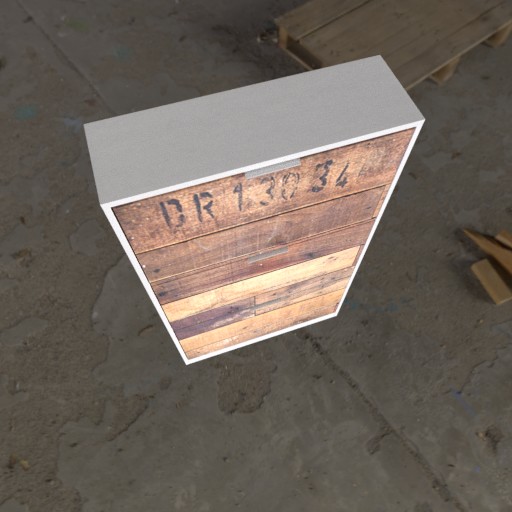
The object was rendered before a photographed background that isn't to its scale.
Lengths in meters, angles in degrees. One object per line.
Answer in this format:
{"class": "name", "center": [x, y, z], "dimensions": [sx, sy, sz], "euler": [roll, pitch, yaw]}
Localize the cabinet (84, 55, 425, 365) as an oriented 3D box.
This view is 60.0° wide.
{"class": "cabinet", "center": [0.000, 0.000, 1.579], "dimensions": [0.750, 1.280, 0.250], "euler": [-16, 63, -9]}
